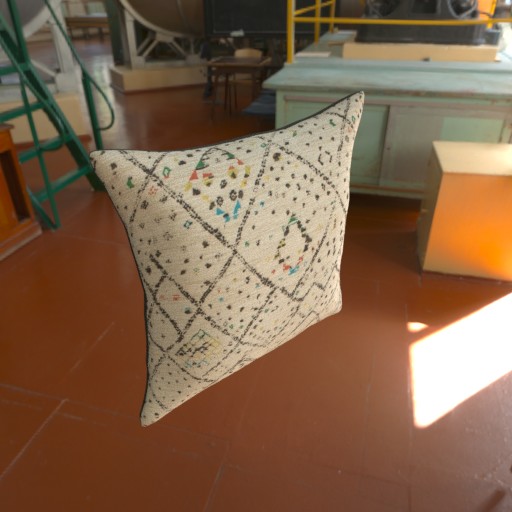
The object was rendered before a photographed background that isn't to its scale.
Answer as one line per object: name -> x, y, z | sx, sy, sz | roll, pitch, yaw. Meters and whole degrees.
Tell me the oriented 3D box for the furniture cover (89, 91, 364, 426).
furniture cover -> 0.000, 0.000, 0.791 | 0.525, 0.498, 0.180 | -24, 38, -34
